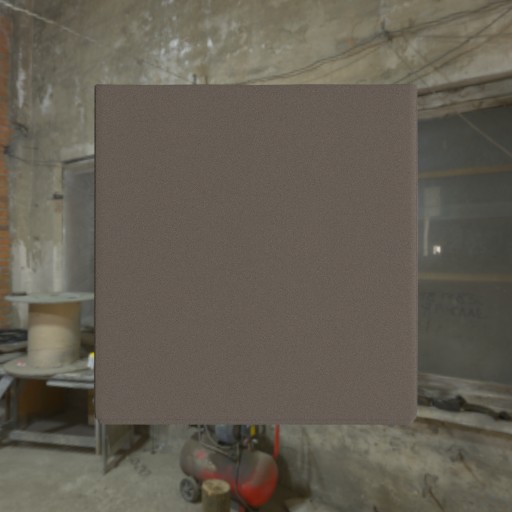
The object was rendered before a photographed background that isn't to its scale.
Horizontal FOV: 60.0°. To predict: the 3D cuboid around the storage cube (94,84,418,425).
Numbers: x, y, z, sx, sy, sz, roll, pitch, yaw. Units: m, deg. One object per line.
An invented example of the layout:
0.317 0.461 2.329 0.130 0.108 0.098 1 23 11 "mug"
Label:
0.000 0.000 0.494 0.270 0.280 0.270 0 0 0 "storage cube"
